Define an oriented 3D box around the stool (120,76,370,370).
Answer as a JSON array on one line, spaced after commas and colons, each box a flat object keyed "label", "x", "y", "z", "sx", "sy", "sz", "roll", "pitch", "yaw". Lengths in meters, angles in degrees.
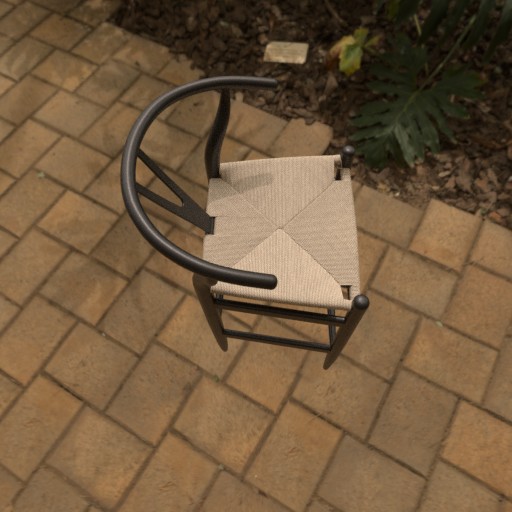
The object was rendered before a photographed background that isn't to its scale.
[{"label": "stool", "x": 0.000, "y": 0.000, "z": 1.378, "sx": 0.579, "sy": 0.970, "sz": 0.569, "roll": 1, "pitch": 64, "yaw": 1}]
